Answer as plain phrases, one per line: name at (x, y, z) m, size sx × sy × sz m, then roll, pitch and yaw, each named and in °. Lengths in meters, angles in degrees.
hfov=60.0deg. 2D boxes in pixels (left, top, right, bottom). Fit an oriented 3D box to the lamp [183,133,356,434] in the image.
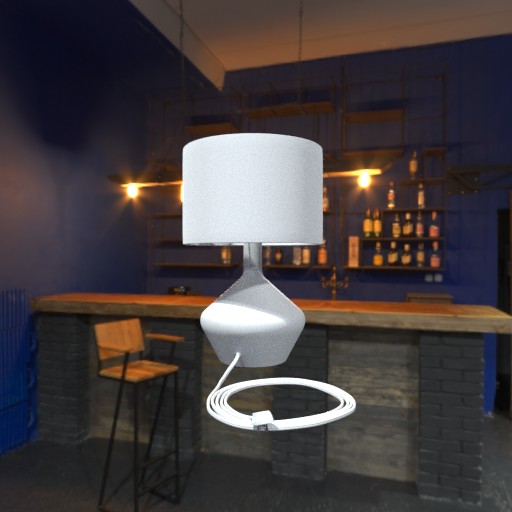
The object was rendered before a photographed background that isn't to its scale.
lamp at (0.000, 0.000, 0.848) m, size 0.401 × 0.457 × 0.546 m, roll 0°, pitch 0°, yaw 19°
